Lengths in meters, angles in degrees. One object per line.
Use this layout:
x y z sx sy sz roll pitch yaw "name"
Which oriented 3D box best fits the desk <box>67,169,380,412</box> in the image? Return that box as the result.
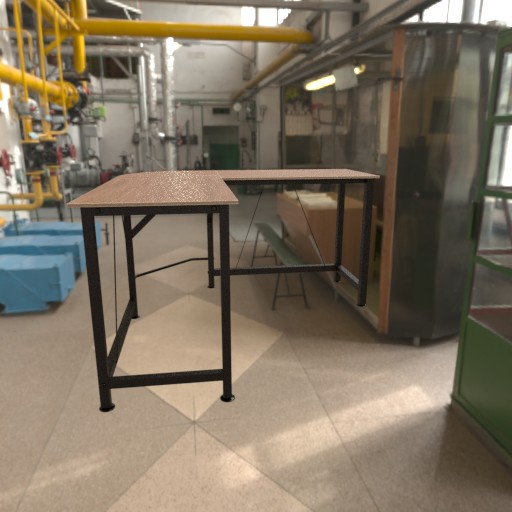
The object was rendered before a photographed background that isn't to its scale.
0.000 0.000 2.252 1.400 0.762 1.400 -2 15 -8 "desk"
